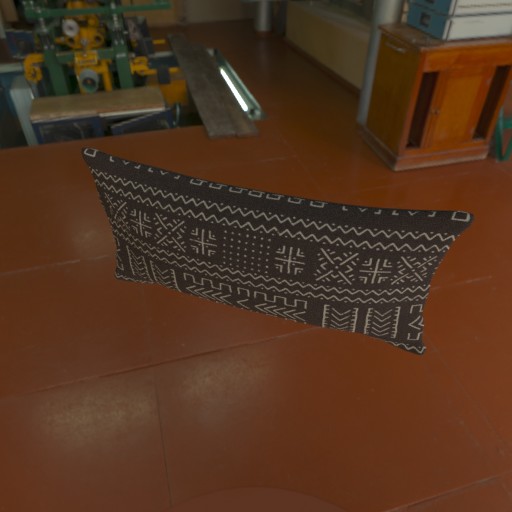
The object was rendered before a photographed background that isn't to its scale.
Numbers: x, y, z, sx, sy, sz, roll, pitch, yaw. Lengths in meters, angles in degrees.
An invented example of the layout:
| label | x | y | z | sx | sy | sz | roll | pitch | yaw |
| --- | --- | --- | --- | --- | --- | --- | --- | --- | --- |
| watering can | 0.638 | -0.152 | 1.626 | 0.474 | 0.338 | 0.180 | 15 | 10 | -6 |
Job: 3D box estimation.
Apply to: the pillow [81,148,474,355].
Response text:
| label | x | y | z | sx | sy | sz | roll | pitch | yaw |
| --- | --- | --- | --- | --- | --- | --- | --- | --- | --- |
| pillow | 0.000 | 0.000 | 0.806 | 0.667 | 0.322 | 0.135 | 12 | 42 | 14 |
